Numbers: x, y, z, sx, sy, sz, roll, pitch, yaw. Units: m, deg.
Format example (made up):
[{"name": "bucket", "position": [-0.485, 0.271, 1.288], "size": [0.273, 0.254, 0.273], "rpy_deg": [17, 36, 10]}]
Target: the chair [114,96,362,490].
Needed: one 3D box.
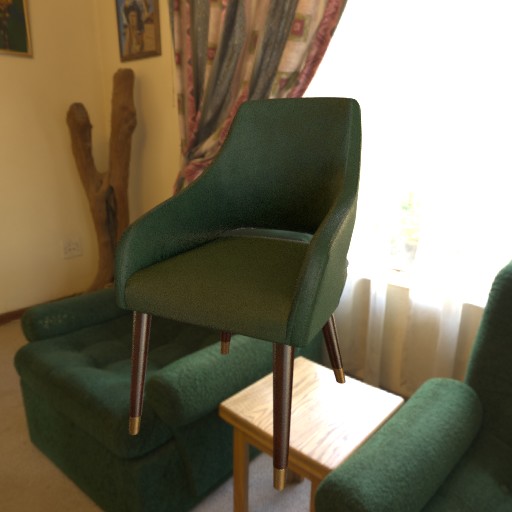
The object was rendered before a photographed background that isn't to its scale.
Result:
[{"name": "chair", "position": [0.000, 0.000, 1.534], "size": [0.683, 1.081, 0.794], "rpy_deg": [8, 18, 25]}]
